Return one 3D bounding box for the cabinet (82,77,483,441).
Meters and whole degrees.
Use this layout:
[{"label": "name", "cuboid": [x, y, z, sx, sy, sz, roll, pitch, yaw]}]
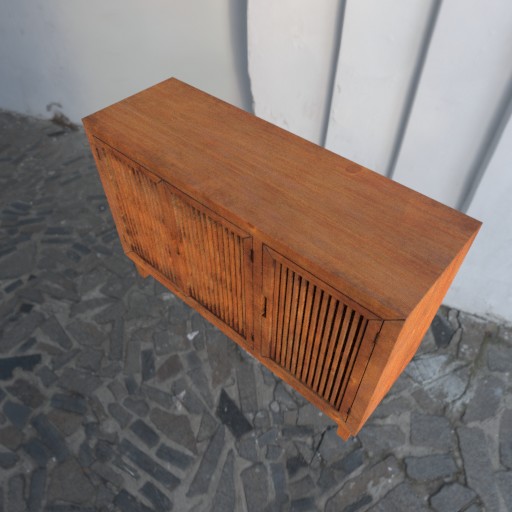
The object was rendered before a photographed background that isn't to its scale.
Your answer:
[{"label": "cabinet", "cuboid": [0.000, 0.000, 1.604, 1.204, 0.805, 0.403, 33, 56, 27]}]
